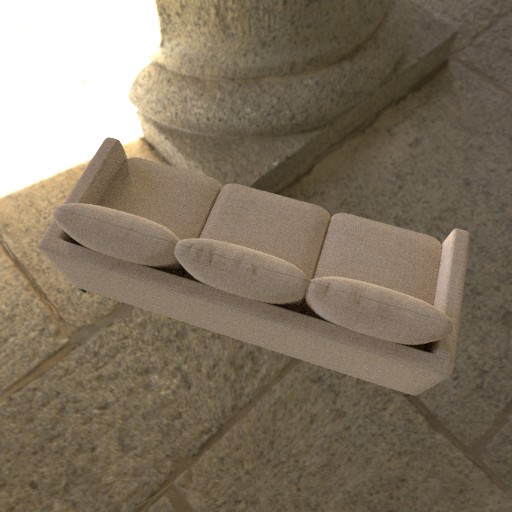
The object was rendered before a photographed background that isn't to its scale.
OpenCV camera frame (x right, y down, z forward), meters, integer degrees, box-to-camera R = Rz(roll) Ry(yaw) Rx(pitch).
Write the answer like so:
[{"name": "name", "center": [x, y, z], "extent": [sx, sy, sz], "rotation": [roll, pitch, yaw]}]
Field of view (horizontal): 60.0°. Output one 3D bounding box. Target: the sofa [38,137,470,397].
[{"name": "sofa", "center": [0.000, 0.000, 2.604], "extent": [2.218, 0.874, 0.859], "rotation": [16, 64, 8]}]
